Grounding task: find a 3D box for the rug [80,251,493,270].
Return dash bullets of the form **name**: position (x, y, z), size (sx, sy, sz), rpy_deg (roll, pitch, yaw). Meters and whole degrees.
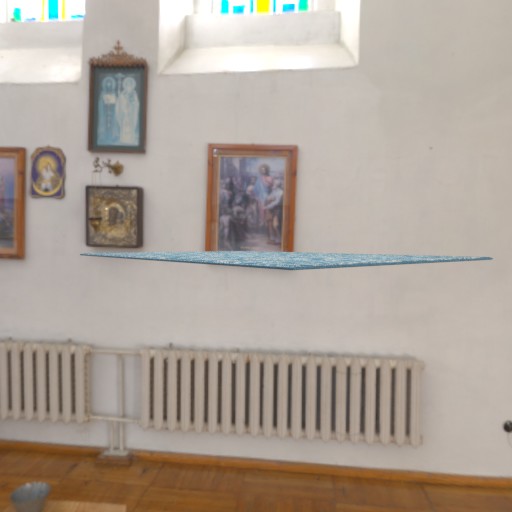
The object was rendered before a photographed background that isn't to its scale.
- **rug**: position (0.000, 0.000, 3.432), size (1.816, 0.018, 2.746), rpy_deg (-1, 2, -39)
